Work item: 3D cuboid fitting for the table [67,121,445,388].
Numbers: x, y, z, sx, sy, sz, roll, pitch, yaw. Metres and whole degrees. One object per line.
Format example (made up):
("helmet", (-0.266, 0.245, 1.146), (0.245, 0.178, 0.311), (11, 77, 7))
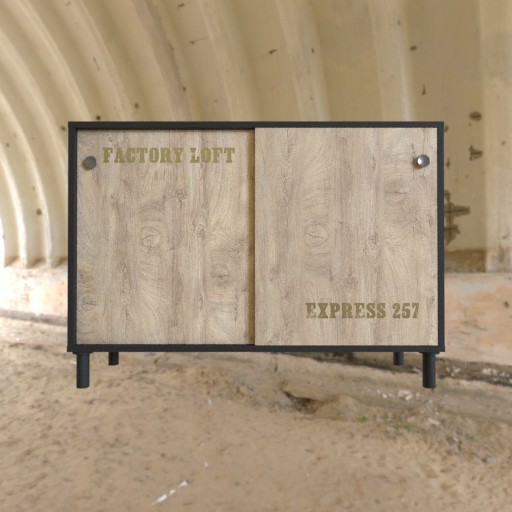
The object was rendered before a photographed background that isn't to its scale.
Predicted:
("table", (0.000, 0.000, 1.597), (1.200, 0.855, 0.400), (0, -1, 0))
